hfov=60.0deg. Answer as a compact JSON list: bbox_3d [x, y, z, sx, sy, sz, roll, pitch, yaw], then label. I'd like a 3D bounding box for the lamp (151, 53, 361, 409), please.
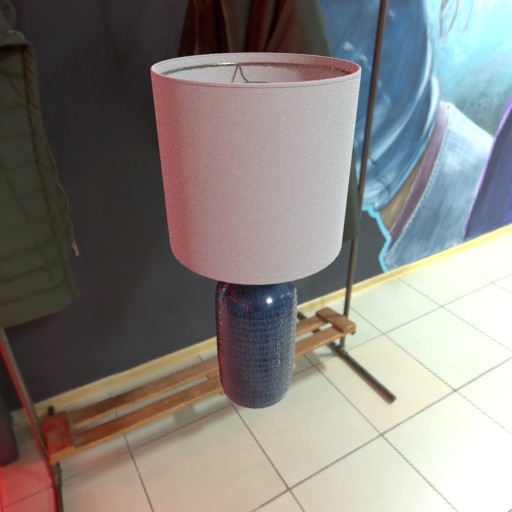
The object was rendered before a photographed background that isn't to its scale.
[{"bbox_3d":[0.000,0.000,0.595,0.220,0.475,0.220,1,31,2],"label":"lamp"}]
